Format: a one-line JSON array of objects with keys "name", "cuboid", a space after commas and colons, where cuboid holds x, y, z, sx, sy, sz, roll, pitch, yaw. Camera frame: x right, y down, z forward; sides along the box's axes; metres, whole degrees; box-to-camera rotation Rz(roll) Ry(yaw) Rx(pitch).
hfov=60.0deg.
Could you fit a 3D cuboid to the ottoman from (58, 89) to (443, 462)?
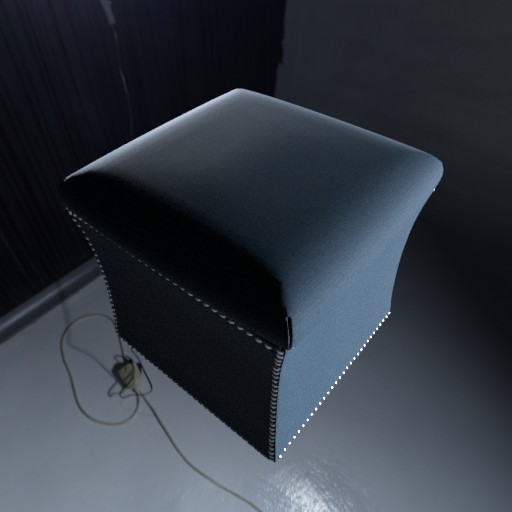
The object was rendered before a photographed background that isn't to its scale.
[{"name": "ottoman", "cuboid": [0.000, 0.000, 0.905, 0.507, 0.475, 0.497, 30, 52, 27]}]
